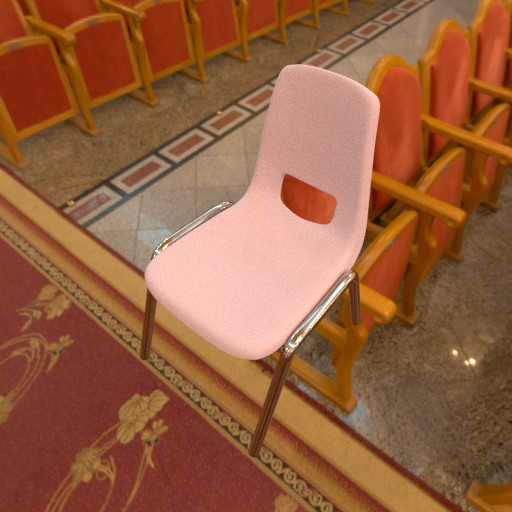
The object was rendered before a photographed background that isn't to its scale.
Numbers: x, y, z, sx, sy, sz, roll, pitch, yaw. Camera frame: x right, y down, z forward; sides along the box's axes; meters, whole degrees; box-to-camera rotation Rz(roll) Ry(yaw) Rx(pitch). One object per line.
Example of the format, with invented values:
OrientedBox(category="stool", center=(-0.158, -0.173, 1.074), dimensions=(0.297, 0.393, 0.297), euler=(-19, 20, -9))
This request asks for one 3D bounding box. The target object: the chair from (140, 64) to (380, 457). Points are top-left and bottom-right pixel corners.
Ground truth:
OrientedBox(category="chair", center=(0.000, 0.000, 0.848), dimensions=(0.354, 0.586, 0.423), euler=(32, 54, 27))
